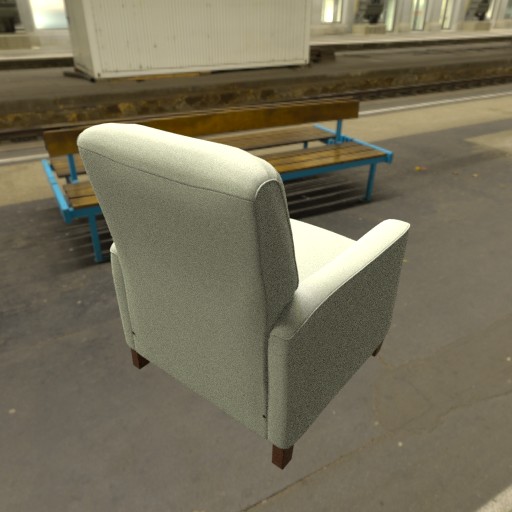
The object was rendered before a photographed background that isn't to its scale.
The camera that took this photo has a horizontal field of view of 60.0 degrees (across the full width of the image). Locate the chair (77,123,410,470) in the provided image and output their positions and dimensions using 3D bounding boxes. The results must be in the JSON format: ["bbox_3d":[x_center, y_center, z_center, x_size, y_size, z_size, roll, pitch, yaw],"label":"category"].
[{"bbox_3d":[0.000,0.000,1.599,0.853,1.007,0.846,22,36,33],"label":"chair"}]
